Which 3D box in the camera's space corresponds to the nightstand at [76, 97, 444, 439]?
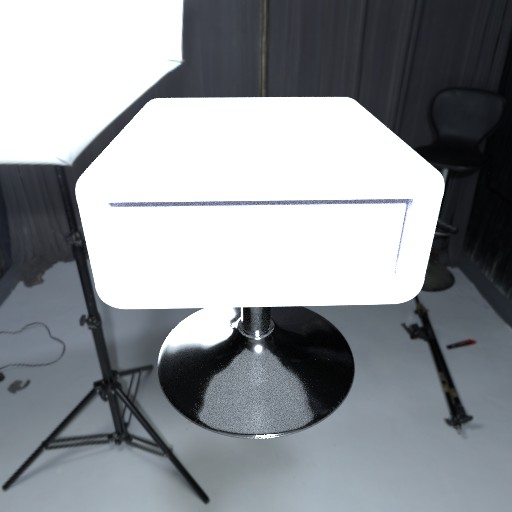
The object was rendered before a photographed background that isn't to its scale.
[{"bbox_3d":[0.000,0.000,0.751,0.399,0.447,0.404,-1,30,-2],"label":"nightstand"}]
